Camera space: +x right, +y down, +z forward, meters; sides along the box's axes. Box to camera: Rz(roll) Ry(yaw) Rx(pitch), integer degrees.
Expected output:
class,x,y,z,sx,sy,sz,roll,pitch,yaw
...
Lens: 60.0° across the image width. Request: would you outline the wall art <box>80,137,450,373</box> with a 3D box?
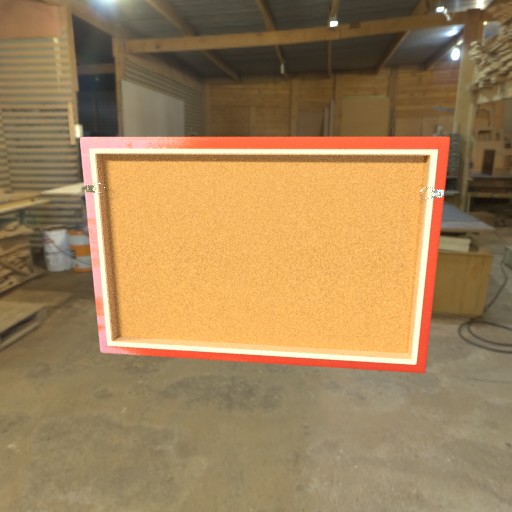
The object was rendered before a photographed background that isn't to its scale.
class,x,y,z,sx,sy,sz,roll,pitch,yaw
wall art,0.000,0.000,1.174,0.913,0.609,0.040,2,15,7
